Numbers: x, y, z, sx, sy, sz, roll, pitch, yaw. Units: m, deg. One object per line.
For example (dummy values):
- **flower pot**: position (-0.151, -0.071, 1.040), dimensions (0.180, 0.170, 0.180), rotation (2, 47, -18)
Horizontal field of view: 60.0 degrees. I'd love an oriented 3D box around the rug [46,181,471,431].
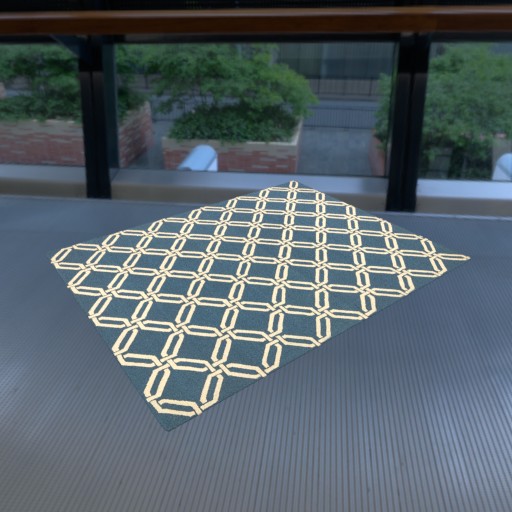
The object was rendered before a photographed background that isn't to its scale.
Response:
- **rug**: position (0.000, 0.000, 3.788), dimensions (2.867, 0.020, 2.277), rotation (-21, 37, -31)
